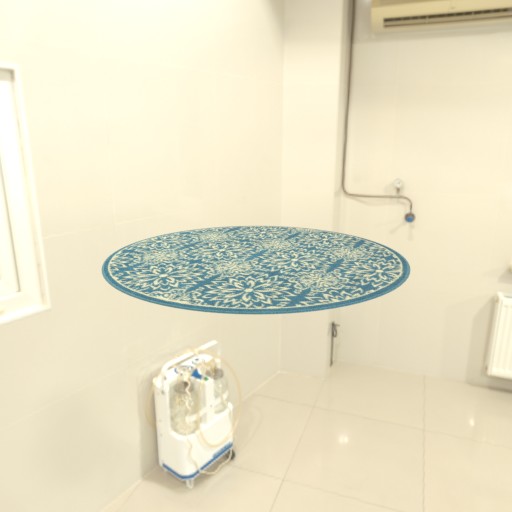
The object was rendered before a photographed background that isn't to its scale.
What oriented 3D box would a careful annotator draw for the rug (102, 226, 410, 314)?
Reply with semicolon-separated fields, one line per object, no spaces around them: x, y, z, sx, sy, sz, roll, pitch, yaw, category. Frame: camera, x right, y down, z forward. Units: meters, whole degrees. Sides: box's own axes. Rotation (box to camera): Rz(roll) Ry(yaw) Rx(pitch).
0.000;0.000;2.411;1.593;0.012;1.593;0;16;0;rug
